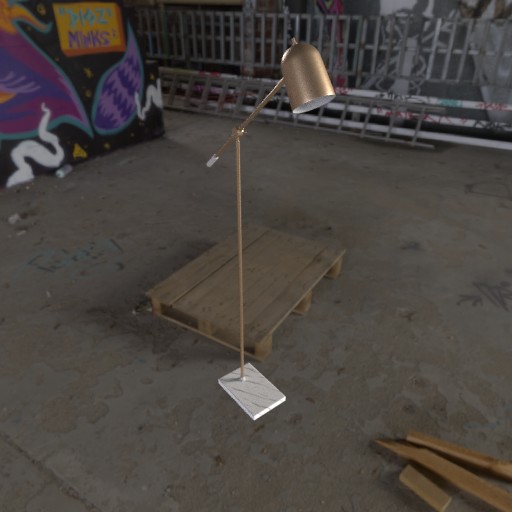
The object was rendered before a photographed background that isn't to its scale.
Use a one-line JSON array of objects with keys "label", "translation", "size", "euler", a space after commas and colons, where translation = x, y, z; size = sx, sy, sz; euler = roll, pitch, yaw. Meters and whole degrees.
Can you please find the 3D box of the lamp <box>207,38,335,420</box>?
[{"label": "lamp", "translation": [0.000, 0.000, 1.780], "size": [0.194, 1.594, 0.653], "euler": [-21, 36, -32]}]
